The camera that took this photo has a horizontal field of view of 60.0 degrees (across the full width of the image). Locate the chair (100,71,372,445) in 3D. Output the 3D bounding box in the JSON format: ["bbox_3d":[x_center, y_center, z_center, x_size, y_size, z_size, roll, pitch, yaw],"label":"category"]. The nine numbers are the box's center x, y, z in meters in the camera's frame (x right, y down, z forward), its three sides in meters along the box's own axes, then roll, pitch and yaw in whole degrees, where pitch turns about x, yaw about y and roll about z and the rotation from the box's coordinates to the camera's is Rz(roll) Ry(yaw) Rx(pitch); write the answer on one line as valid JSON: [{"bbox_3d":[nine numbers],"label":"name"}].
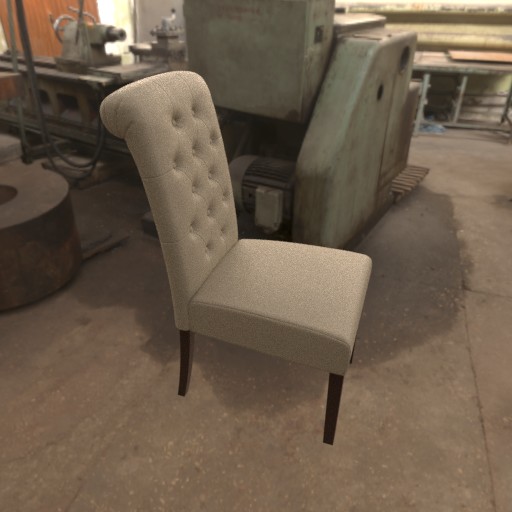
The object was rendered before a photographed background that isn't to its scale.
[{"bbox_3d":[0.000,0.000,1.358,0.671,1.006,0.456,10,32,17],"label":"chair"}]
